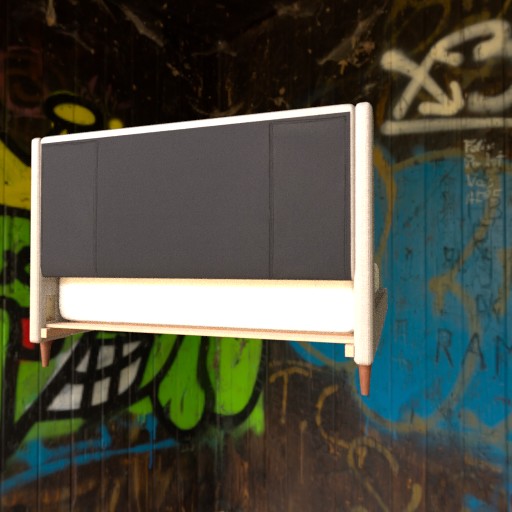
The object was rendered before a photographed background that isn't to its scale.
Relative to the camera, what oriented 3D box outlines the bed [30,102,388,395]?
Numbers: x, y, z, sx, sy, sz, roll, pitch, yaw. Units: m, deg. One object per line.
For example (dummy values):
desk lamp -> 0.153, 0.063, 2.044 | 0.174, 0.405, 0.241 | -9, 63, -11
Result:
bed -> 0.000, 0.000, 3.000 | 1.656, 1.147, 2.232 | 0, -1, 18
